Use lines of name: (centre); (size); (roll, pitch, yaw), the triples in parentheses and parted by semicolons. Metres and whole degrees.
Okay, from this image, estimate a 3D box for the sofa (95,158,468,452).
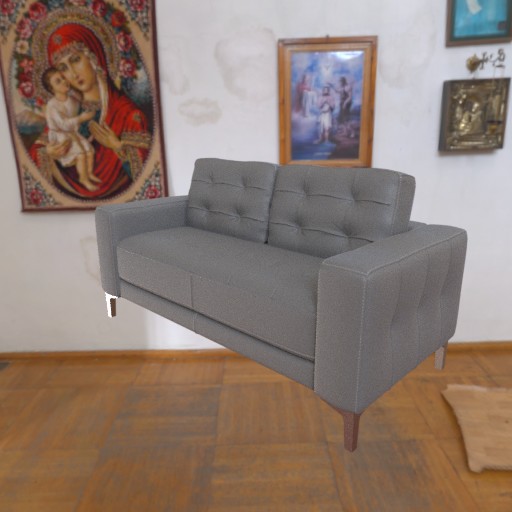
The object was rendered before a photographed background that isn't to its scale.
sofa: (0.000, 0.000, 2.181); (1.726, 0.892, 0.833); (15, 21, 42)
